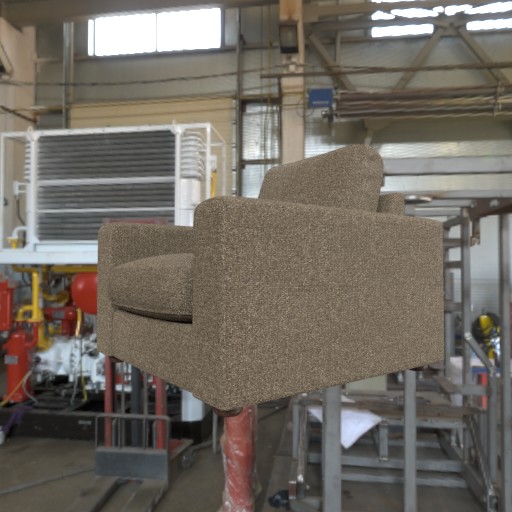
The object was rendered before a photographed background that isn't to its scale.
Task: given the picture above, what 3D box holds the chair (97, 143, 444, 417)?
[{"bbox_3d":[0.000,0.000,1.755,1.016,0.873,1.005,1,-2,-37],"label":"chair"}]
